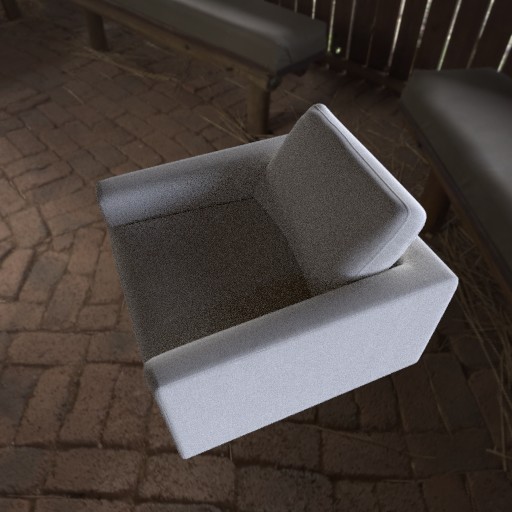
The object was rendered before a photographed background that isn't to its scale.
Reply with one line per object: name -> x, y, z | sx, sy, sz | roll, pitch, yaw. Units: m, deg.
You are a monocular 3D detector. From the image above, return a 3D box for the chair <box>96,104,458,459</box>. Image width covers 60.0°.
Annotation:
chair -> 0.000, 0.000, 1.847 | 1.100, 0.876, 1.070 | -17, 49, -15
